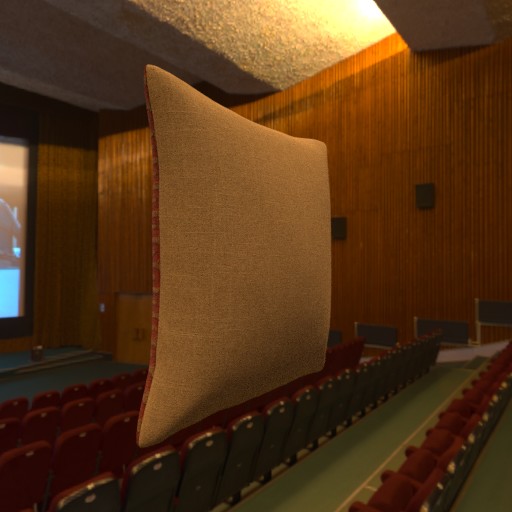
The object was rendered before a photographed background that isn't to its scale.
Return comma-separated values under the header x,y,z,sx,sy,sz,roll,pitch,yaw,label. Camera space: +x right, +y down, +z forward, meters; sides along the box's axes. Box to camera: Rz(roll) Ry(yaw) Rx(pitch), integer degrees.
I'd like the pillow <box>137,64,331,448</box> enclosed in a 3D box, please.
x,y,z,sx,sy,sz,roll,pitch,yaw,label
0.000,0.000,0.781,0.182,0.503,0.511,0,0,36,pillow
